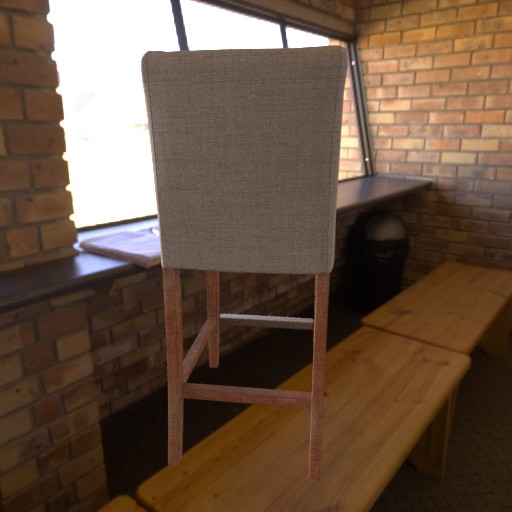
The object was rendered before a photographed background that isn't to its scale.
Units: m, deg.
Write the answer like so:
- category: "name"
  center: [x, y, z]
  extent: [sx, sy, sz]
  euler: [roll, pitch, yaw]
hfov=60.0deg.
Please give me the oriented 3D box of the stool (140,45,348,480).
- category: "stool"
  center: [0.000, 0.000, 1.296]
  extent: [0.454, 1.039, 0.567]
  euler: [2, 16, 7]
